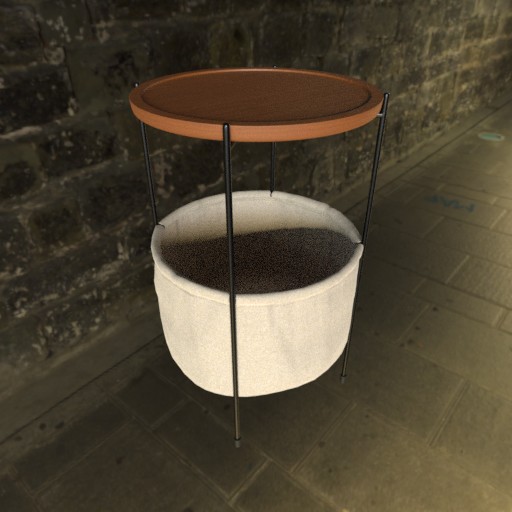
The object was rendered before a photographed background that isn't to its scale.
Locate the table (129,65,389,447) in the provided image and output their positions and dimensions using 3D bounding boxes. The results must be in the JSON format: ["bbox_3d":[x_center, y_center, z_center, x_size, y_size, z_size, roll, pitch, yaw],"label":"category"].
[{"bbox_3d":[0.000,0.000,0.858,0.393,0.623,0.393,-20,38,-28],"label":"table"}]
